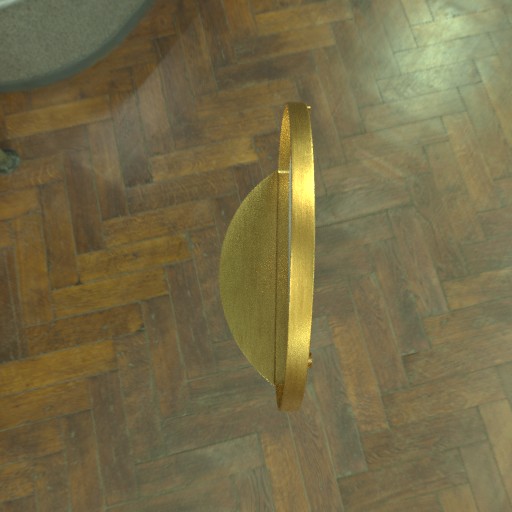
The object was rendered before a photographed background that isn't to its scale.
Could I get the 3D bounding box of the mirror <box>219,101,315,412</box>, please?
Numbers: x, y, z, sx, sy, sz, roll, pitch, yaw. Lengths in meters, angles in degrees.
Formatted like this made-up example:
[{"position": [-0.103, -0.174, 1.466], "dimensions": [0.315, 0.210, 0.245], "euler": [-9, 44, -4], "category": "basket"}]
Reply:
[{"position": [0.000, 0.000, 0.693], "dimensions": [0.133, 0.457, 0.457], "euler": [1, 76, 0], "category": "mirror"}]
